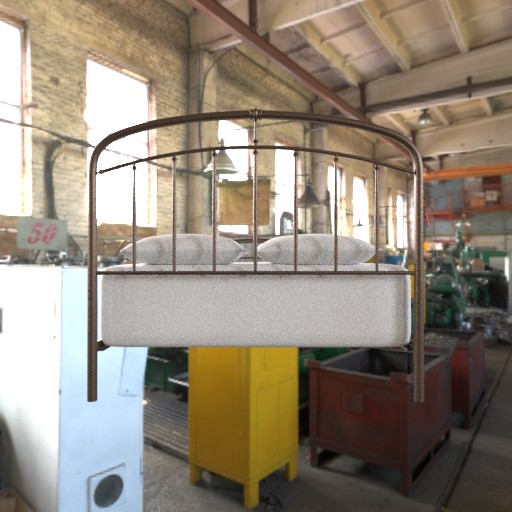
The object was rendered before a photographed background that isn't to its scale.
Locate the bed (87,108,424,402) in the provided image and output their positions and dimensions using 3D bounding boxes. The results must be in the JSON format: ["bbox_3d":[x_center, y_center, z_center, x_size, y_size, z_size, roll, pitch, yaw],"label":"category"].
[{"bbox_3d":[0.000,0.000,3.289,1.711,1.475,2.168,0,-1,0],"label":"bed"}]
